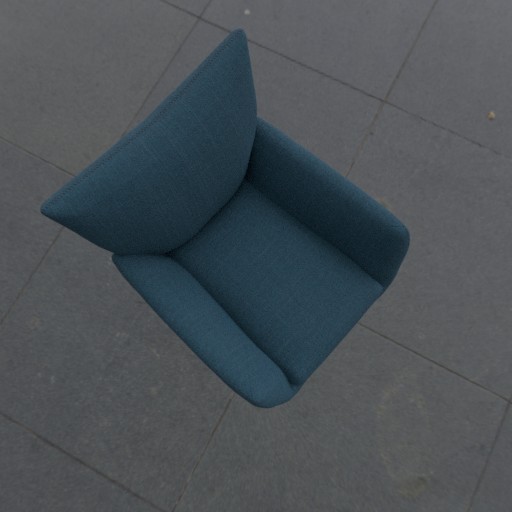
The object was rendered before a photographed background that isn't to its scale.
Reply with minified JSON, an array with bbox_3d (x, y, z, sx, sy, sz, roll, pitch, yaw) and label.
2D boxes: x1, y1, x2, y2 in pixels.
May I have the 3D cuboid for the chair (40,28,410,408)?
[{"bbox_3d":[0.000,0.000,1.411,0.769,0.859,0.678,42,80,9],"label":"chair"}]
